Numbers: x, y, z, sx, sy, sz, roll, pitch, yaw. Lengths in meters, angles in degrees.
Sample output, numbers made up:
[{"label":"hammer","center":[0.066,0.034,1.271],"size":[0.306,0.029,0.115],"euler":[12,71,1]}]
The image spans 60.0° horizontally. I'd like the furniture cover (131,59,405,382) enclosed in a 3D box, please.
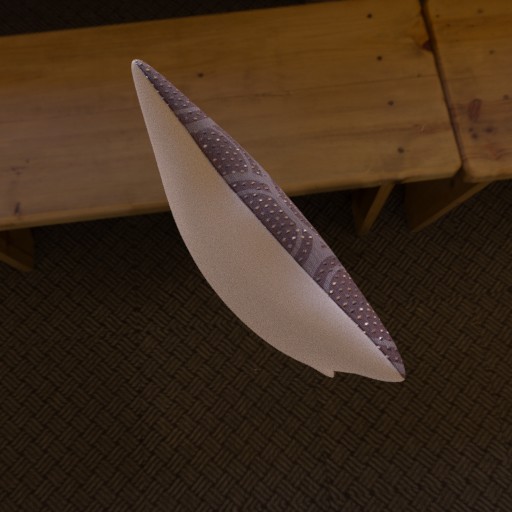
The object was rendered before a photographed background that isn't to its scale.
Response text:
[{"label":"furniture cover","center":[0.000,0.000,0.804],"size":[0.193,0.509,0.552],"euler":[-38,79,-9]}]
